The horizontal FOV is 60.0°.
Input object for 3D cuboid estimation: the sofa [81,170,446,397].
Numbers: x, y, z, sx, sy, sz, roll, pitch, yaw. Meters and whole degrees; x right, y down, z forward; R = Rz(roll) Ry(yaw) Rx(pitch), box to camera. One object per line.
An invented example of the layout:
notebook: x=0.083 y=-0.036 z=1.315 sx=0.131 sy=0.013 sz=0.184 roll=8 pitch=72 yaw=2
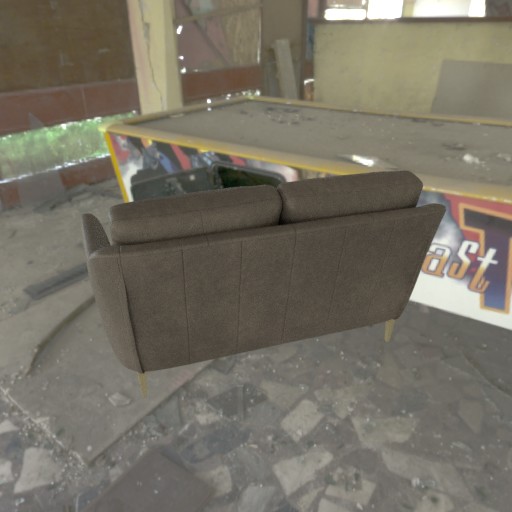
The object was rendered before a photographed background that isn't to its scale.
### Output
sofa: x=0.000 y=0.000 z=2.209 sx=1.619 sy=0.902 sz=0.960 roll=-9 pitch=28 yaw=-16
